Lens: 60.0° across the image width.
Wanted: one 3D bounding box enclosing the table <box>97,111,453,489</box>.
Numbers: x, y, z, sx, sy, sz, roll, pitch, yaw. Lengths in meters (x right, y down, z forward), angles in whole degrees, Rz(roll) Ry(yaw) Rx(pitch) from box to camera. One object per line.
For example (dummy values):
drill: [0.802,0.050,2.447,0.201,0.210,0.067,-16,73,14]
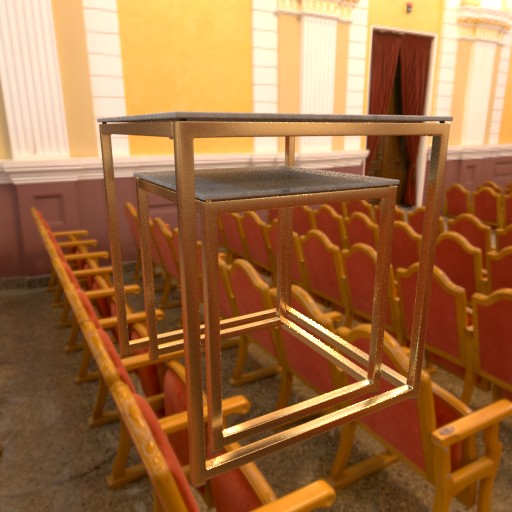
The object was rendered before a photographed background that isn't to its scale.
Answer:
table: [0.000,0.000,0.838,0.450,0.500,0.450,-9,18,-28]
